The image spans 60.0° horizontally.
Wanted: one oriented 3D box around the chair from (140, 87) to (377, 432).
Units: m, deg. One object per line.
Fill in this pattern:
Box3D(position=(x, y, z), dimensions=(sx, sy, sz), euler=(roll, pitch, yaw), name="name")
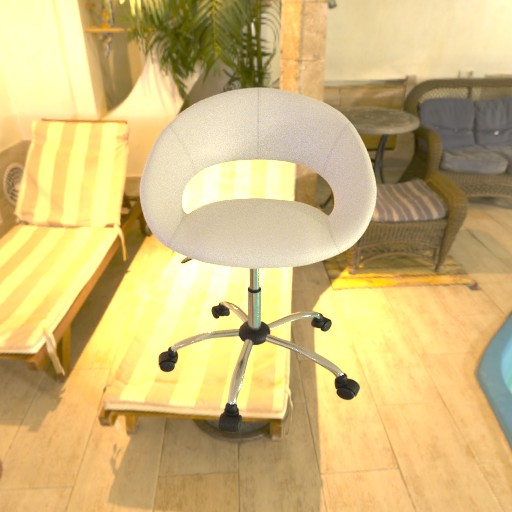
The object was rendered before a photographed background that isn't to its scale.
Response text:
Box3D(position=(0.000, 0.000, 1.200), dimensions=(0.612, 0.791, 0.538), euler=(1, 30, 2), name="chair")
